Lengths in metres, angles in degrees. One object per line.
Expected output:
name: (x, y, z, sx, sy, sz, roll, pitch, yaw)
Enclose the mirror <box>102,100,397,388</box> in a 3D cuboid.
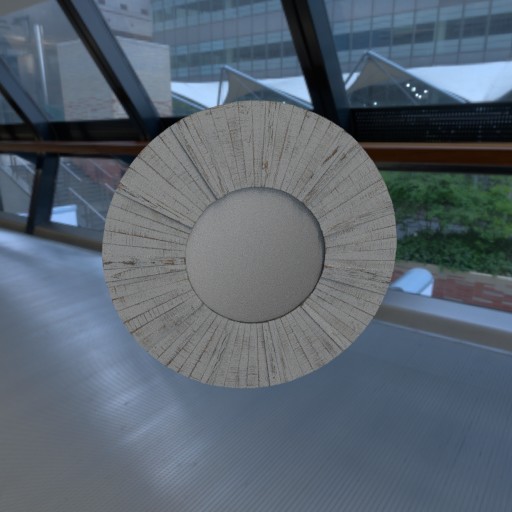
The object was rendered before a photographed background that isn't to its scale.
mirror: (0.000, 0.000, 1.383, 0.914, 0.914, 0.038, -3, 16, -9)
